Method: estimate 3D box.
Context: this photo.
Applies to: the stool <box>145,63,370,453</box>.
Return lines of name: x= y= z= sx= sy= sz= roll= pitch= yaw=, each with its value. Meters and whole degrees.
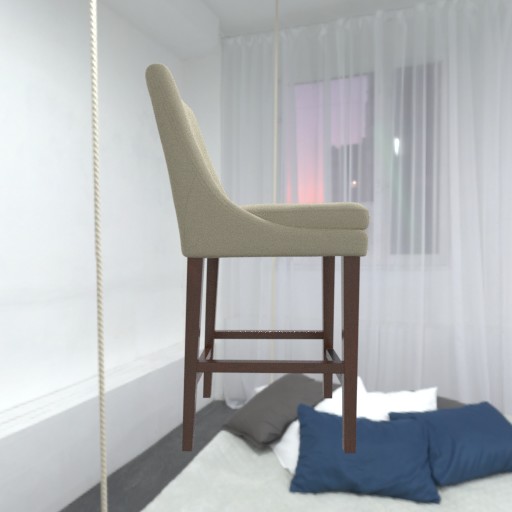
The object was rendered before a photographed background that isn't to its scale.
stool: x=0.000 y=0.000 z=1.314 sx=0.577 sy=0.981 sz=0.470 roll=0 pitch=2 yaw=1
